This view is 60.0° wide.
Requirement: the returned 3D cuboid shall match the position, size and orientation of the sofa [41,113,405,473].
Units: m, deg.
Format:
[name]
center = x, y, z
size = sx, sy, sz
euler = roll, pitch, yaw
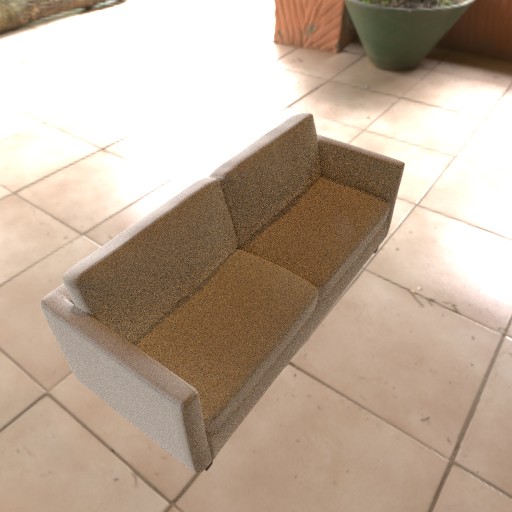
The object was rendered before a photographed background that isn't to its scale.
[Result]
[sofa]
center = 0.000, 0.000, 2.602
size = 0.924, 0.933, 2.139
euler = 26, 49, 26
